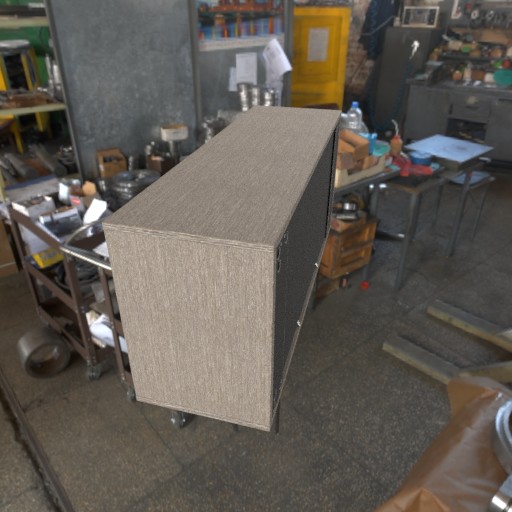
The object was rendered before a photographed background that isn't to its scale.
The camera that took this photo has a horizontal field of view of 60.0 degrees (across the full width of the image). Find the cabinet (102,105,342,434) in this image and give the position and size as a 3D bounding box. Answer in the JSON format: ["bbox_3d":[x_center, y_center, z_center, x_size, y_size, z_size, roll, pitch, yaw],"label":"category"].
[{"bbox_3d":[0.000,0.000,1.587,0.405,0.787,1.194,8,31,13],"label":"cabinet"}]
